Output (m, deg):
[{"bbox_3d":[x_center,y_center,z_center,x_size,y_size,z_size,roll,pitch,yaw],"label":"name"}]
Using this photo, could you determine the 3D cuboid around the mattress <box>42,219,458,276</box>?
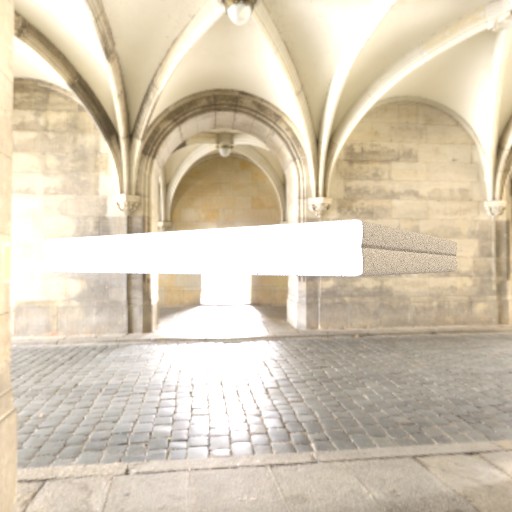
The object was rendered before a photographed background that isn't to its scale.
[{"bbox_3d":[0.000,0.000,2.719,2.000,0.200,1.600,-1,-2,35],"label":"mattress"}]
